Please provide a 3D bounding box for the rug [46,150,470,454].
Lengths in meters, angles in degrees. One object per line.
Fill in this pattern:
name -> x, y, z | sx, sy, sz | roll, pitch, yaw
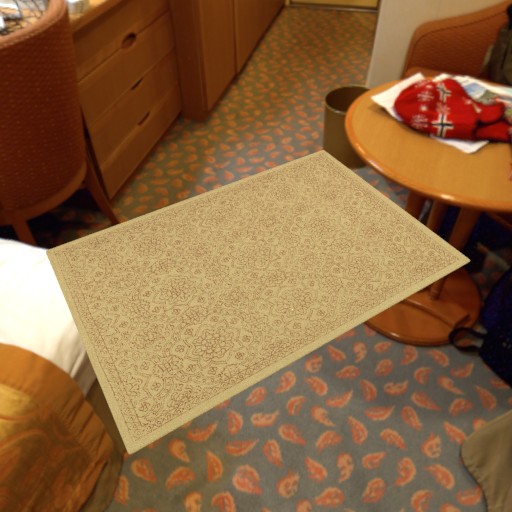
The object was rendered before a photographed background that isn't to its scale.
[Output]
rug -> 0.000, 0.000, 2.288 | 1.829, 0.010, 1.219 | -24, 50, -22
